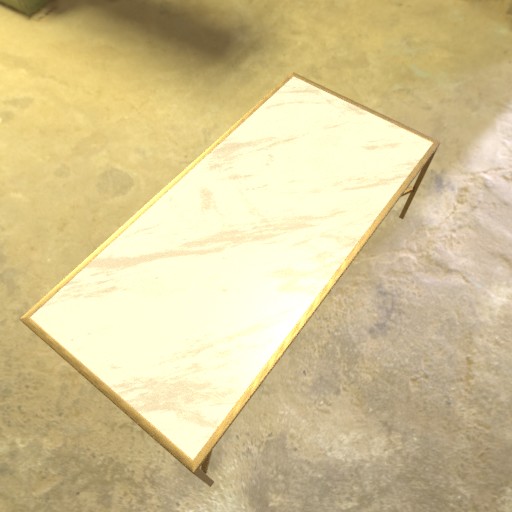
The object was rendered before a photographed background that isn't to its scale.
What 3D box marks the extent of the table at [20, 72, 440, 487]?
[{"bbox_3d":[0.000,0.000,1.432,0.577,0.405,1.197,33,65,18],"label":"table"}]
